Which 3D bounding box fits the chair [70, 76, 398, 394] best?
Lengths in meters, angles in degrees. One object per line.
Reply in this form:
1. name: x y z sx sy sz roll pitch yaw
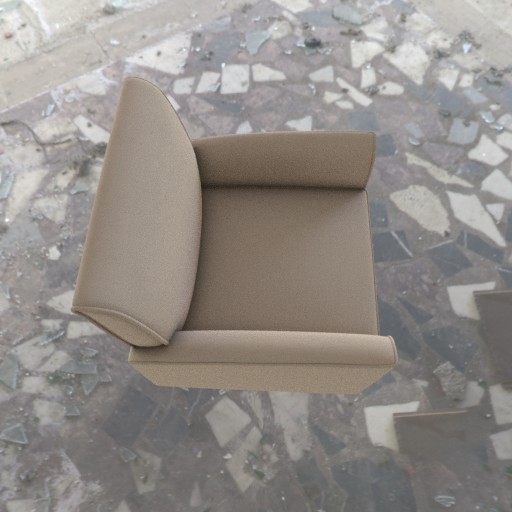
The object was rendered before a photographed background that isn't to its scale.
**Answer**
1. chair: 0.000 0.000 1.535 0.820 0.915 0.820 2 64 1
